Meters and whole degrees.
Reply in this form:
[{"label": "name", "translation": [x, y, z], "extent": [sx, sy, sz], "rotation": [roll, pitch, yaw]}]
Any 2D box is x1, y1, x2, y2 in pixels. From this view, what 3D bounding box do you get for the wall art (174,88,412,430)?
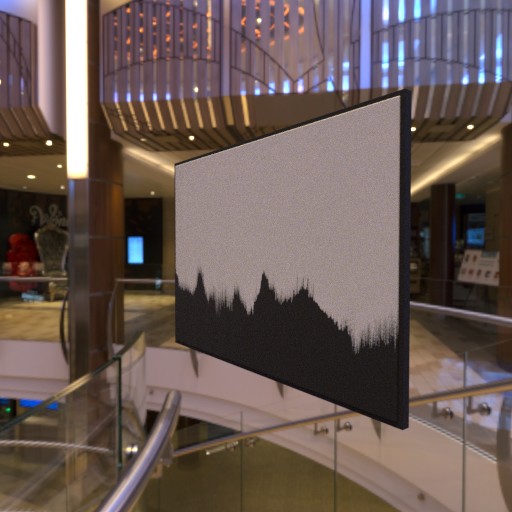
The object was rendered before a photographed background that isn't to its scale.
[{"label": "wall art", "translation": [0.000, 0.000, 1.524], "extent": [0.028, 0.805, 1.190], "rotation": [-1, 2, -37]}]
